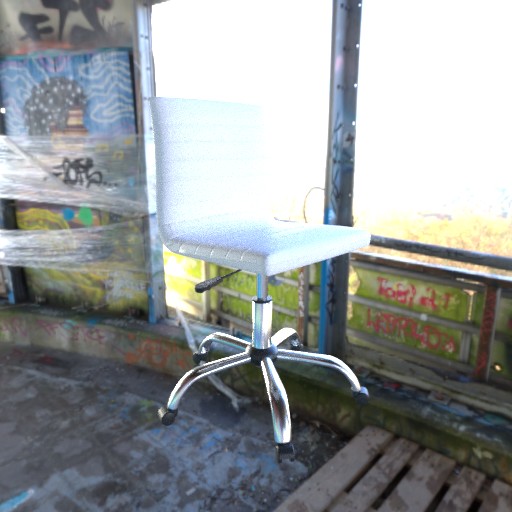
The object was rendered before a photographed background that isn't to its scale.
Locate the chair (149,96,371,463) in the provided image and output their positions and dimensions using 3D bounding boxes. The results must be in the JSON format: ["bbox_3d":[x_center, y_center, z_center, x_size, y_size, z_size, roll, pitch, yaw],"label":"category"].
[{"bbox_3d":[0.000,0.000,1.143,0.530,0.780,0.556,13,19,43],"label":"chair"}]
